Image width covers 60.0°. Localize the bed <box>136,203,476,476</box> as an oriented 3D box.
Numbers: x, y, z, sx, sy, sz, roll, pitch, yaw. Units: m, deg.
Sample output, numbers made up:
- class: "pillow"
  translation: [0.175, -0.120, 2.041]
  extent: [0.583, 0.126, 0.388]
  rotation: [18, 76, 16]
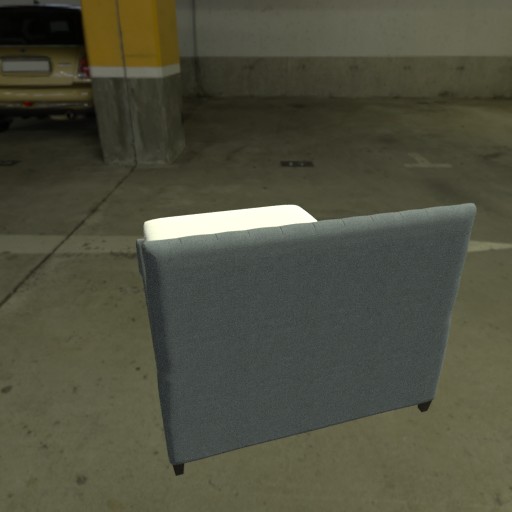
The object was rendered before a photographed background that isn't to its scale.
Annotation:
- class: "bed"
  translation: [0.000, 0.000, 3.335]
  extent: [1.698, 1.411, 2.335]
  rotation: [-8, 27, -15]
